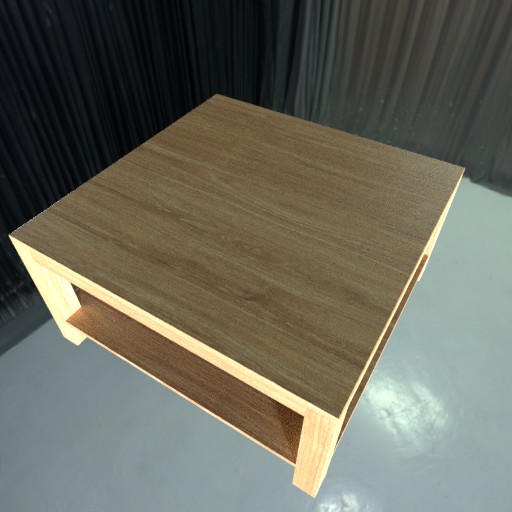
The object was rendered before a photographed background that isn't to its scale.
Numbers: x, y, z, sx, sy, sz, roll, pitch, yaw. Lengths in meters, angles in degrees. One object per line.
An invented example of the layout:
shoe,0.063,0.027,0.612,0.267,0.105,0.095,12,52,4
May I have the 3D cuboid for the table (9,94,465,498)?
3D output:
table,0.000,0.000,1.371,0.900,0.450,0.900,24,50,22
